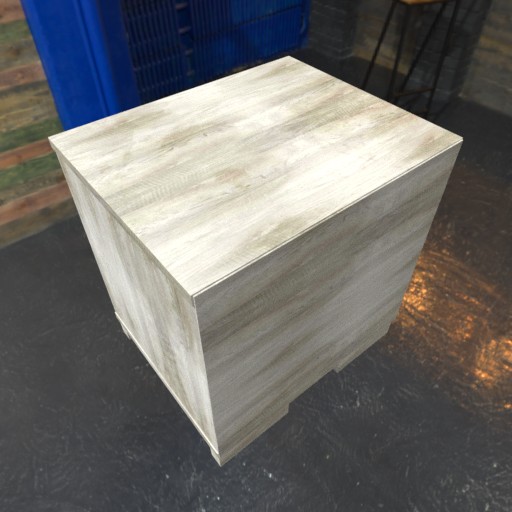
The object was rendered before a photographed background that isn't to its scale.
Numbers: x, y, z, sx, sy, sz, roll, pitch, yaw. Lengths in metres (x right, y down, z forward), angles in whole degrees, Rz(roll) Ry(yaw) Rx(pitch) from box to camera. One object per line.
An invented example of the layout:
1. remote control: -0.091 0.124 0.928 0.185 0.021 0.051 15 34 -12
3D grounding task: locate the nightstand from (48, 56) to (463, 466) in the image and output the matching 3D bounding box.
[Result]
1. nightstand: 0.000 0.000 0.745 0.427 0.448 0.347 -30 53 -26
